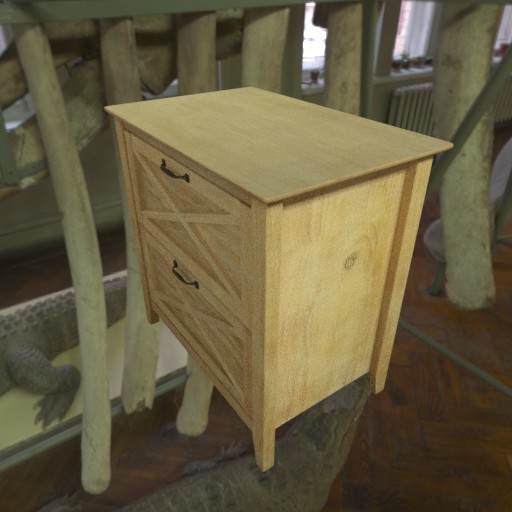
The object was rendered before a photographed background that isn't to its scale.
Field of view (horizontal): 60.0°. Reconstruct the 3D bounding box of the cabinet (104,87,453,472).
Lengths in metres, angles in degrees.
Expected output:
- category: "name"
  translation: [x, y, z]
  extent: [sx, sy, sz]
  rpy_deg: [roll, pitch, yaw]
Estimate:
- category: "cabinet"
  translation: [0.000, 0.000, 1.280]
  extent: [0.503, 0.762, 0.763]
  rpy_deg: [-20, 37, -29]
